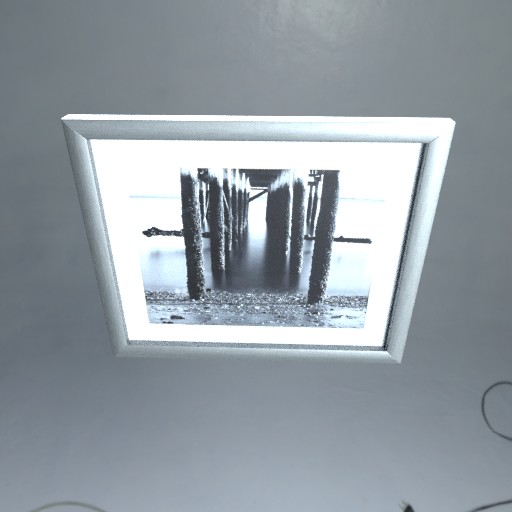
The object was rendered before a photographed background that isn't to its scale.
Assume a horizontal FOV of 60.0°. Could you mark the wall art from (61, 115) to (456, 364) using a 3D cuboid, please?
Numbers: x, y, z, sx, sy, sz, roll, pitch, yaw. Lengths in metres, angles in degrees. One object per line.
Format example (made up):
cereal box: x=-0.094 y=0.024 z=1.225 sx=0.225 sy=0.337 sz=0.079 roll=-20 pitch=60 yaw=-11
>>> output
wall art: x=0.000 y=0.000 z=0.750 sx=0.556 sy=0.457 sz=0.028 roll=1 pitch=31 yaw=2
